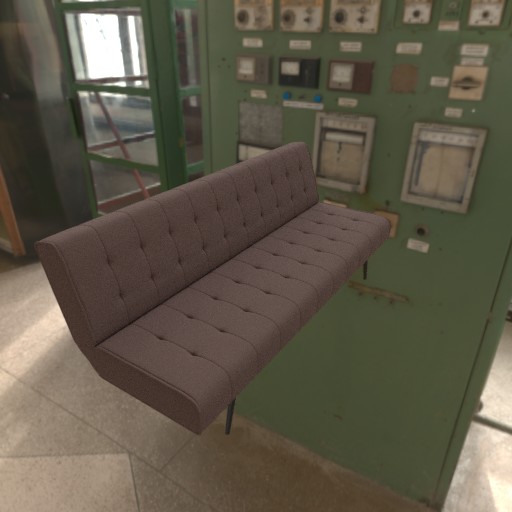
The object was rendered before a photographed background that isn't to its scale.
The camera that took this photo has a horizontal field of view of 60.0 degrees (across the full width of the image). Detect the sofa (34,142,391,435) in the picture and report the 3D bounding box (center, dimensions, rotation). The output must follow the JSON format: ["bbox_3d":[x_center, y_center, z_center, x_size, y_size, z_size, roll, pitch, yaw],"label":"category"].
[{"bbox_3d":[0.000,0.000,2.092,0.747,0.699,1.703,17,32,30],"label":"sofa"}]
